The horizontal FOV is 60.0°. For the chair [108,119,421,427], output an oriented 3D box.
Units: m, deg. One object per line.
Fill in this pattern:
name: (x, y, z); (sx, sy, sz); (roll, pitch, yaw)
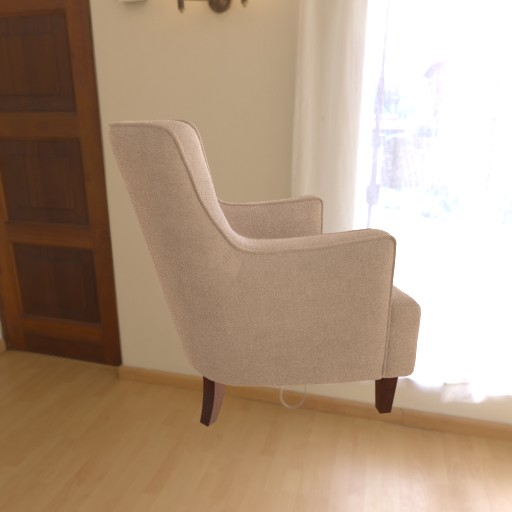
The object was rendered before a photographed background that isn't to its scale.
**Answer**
chair: (0.000, 0.000, 1.570); (0.910, 0.920, 0.781); (-3, 17, -9)
